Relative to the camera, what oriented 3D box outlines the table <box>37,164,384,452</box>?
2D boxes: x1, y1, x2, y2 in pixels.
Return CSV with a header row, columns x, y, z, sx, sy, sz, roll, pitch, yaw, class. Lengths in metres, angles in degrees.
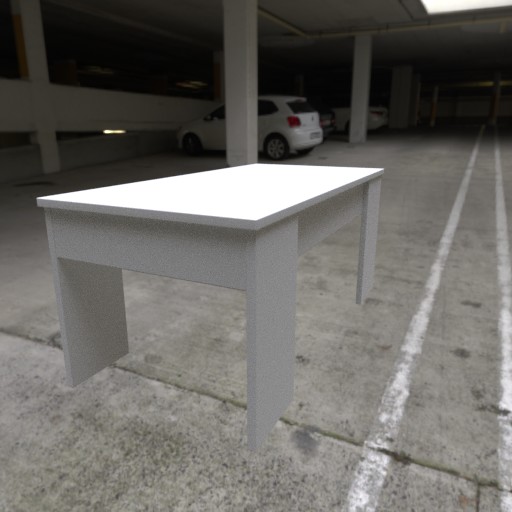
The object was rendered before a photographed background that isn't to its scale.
x,y,z,sx,sy,sz,roll,pitch,yaw,class
0.000,0.000,1.284,0.500,0.440,1.000,8,18,25,table
